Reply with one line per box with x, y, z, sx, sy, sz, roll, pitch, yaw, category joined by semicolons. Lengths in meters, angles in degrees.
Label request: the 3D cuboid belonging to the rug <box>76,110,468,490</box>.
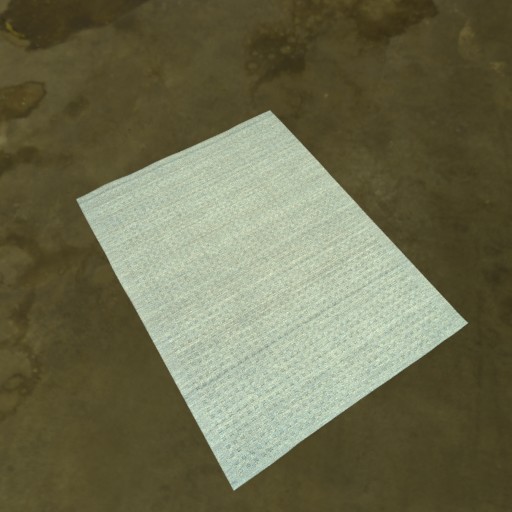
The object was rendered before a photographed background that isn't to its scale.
0.000;0.000;4.276;2.443;0.007;3.200;-29;64;-16;rug
